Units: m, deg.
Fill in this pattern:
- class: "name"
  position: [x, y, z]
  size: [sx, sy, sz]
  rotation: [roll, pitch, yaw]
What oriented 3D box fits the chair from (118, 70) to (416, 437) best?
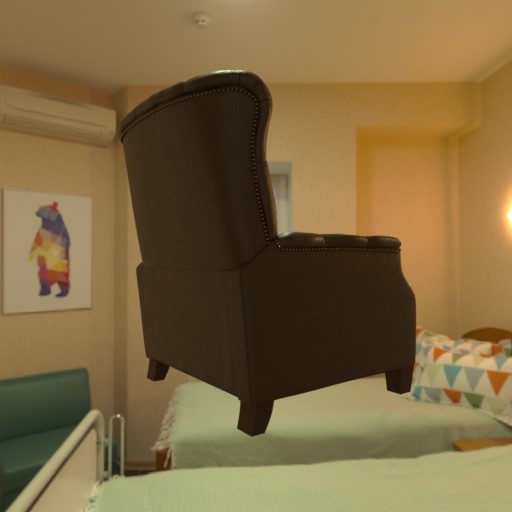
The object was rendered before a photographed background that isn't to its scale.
- class: "chair"
  position: [0.000, 0.000, 1.458]
  size: [0.823, 0.864, 0.709]
  rotation: [0, -1, -36]
